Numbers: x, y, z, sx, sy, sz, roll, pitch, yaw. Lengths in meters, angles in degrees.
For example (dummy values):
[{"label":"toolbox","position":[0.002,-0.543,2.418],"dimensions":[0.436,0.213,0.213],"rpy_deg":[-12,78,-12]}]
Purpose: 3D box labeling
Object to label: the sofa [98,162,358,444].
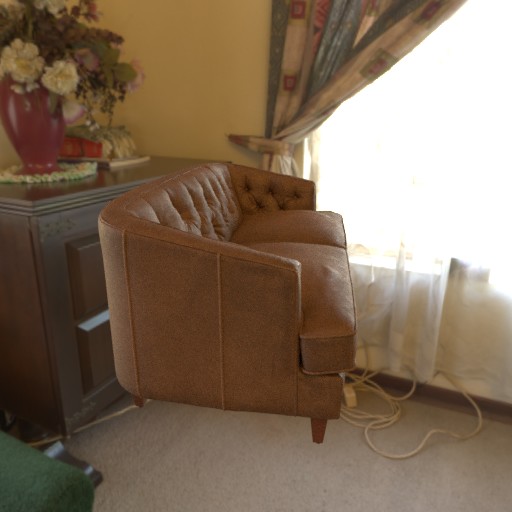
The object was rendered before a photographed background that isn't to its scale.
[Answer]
[{"label":"sofa","position":[0.000,0.000,2.209],"dimensions":[0.917,0.799,1.767],"rpy_deg":[3,18,9]}]
